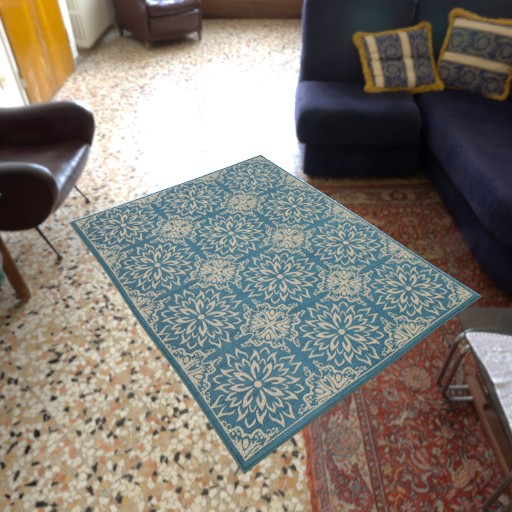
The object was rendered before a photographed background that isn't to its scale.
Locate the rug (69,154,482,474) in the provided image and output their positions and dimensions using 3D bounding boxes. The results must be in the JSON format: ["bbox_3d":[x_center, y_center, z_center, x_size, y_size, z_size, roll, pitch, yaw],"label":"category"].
[{"bbox_3d":[0.000,0.000,3.952,2.350,0.018,2.964,-26,47,-27],"label":"rug"}]
